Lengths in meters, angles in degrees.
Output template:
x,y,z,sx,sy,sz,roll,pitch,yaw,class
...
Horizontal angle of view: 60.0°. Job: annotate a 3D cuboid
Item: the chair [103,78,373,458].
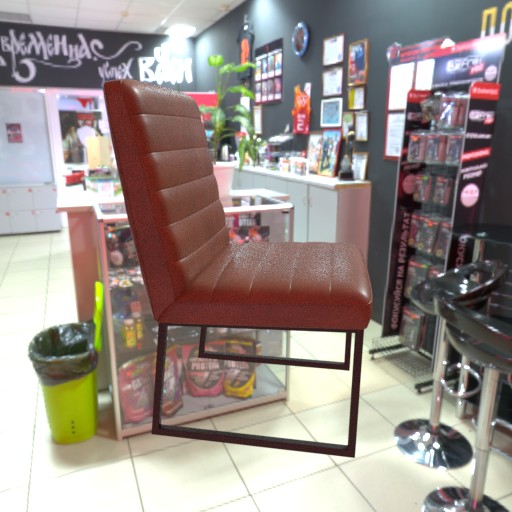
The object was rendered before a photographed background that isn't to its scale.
x,y,z,sx,sy,sz,roll,pitch,yaw,class
0.000,0.000,1.289,0.634,0.930,0.520,3,16,9,chair
